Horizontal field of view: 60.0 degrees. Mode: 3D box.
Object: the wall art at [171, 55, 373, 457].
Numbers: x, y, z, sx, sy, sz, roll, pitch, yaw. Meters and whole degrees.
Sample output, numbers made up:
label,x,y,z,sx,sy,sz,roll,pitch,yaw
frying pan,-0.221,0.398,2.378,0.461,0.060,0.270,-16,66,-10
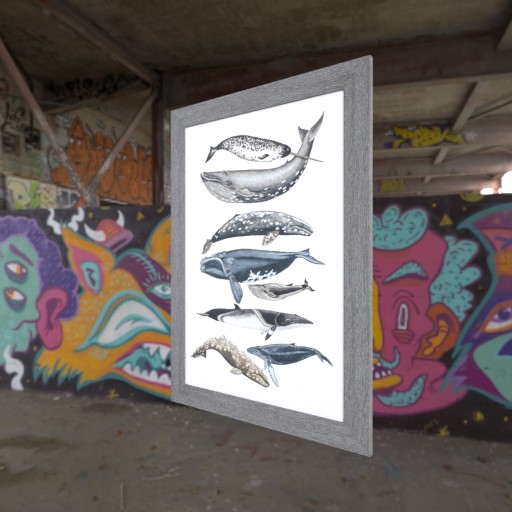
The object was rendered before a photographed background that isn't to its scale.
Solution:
label,x,y,z,sx,sy,sz,roll,pitch,yaw
wall art,0.000,0.000,1.416,0.768,1.070,0.020,0,0,36
